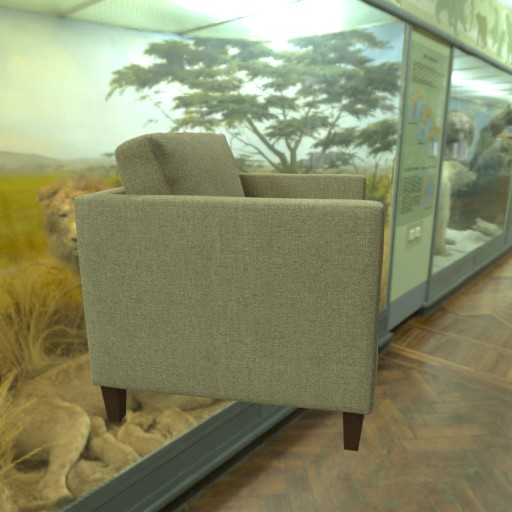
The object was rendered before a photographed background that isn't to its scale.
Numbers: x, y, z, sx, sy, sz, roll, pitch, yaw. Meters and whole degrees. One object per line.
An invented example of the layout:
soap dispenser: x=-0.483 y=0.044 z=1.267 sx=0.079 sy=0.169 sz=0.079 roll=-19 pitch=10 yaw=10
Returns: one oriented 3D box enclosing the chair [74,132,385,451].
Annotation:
chair: x=0.000 y=0.000 z=1.826 sx=0.959 sy=0.987 sz=1.107 roll=3 pitch=15 yaw=10
